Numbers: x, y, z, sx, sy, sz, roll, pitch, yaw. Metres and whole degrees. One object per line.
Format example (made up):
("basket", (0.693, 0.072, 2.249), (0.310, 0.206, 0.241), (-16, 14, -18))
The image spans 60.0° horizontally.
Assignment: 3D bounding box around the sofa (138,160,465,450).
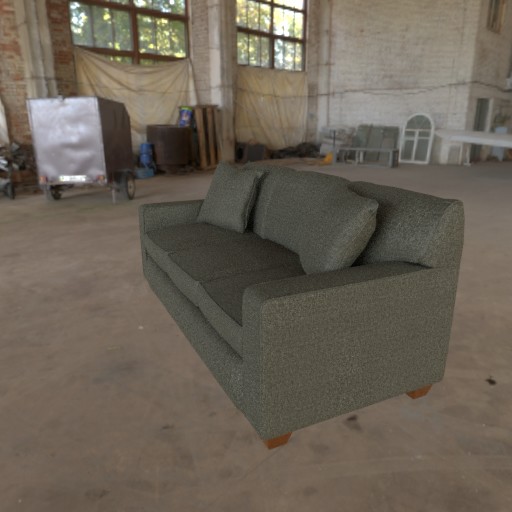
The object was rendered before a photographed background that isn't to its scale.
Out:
("sofa", (0.000, 0.000, 2.581), (0.997, 0.958, 2.024), (-8, 19, -25))
